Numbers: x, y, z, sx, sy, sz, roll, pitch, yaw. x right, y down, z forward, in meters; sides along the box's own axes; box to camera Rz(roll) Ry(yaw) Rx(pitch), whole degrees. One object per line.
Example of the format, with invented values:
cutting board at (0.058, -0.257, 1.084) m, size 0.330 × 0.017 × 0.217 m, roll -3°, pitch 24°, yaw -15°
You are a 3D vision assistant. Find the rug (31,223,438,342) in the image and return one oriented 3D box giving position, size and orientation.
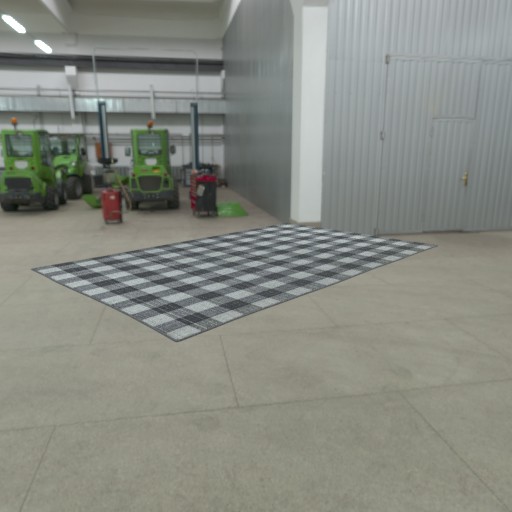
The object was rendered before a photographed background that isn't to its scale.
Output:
rug at (0.000, 0.000, 3.107) m, size 1.554 × 0.011 × 2.476 m, roll 13°, pitch 19°, yaw 43°
